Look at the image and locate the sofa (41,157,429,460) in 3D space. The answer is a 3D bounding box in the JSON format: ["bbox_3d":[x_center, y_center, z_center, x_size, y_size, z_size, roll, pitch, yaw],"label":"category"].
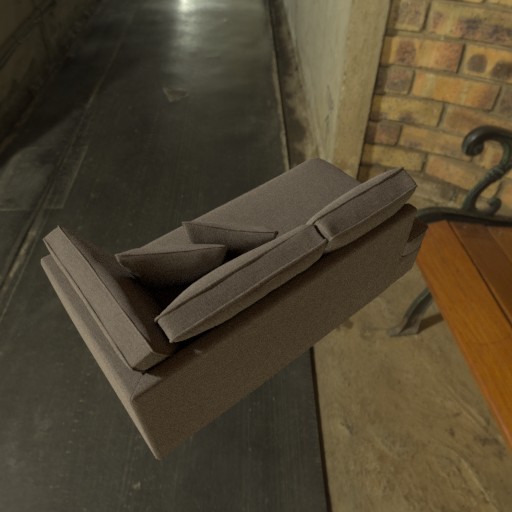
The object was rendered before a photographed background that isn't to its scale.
[{"bbox_3d":[0.000,0.000,2.850,2.237,1.033,1.110,-31,54,-25],"label":"sofa"}]
